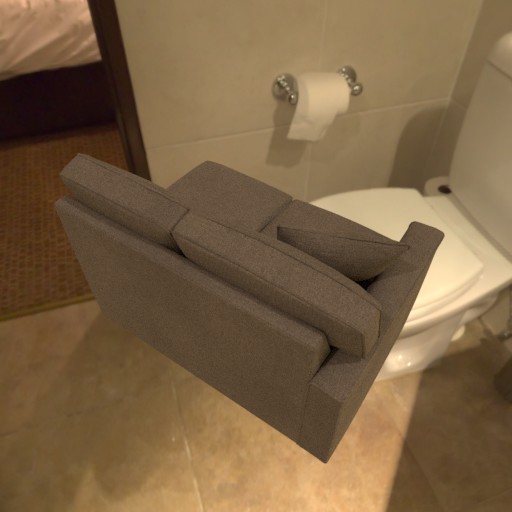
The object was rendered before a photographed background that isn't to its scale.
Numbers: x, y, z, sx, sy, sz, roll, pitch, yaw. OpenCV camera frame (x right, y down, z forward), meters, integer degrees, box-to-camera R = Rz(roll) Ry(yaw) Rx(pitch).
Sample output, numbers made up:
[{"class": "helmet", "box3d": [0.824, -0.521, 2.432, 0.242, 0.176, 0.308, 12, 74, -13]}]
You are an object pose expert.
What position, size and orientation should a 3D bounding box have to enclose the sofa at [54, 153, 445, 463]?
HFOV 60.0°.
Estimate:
[{"class": "sofa", "box3d": [0.000, 0.000, 2.063, 1.388, 0.989, 0.991, 26, 52, 23]}]
